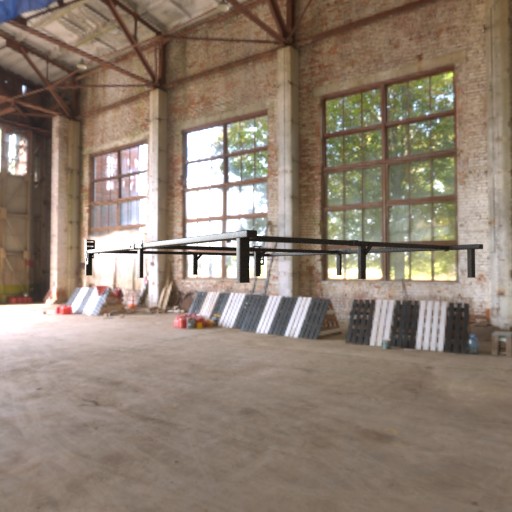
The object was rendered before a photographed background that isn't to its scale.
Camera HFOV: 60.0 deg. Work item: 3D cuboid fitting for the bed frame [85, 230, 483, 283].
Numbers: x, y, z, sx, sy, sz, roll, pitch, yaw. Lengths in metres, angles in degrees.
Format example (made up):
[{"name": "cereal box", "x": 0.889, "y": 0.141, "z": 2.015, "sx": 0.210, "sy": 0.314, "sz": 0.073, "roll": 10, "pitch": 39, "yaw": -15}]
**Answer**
[{"name": "bed frame", "x": 0.000, "y": 0.000, "z": 2.683, "sx": 1.498, "sy": 0.248, "sz": 1.990, "roll": 1, "pitch": -2, "yaw": -35}]
